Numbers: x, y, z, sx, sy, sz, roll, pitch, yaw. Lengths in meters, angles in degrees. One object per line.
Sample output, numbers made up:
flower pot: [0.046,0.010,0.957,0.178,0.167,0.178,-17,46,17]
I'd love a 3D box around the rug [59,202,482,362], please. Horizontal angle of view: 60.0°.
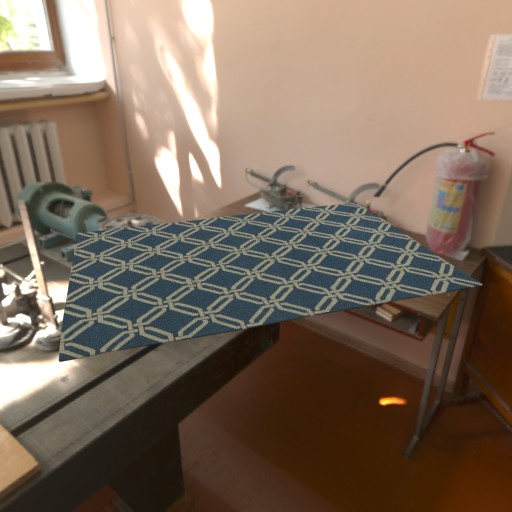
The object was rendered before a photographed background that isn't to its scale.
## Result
rug: [0.000,0.000,2.206,1.755,0.010,1.153,-8,27,-16]
